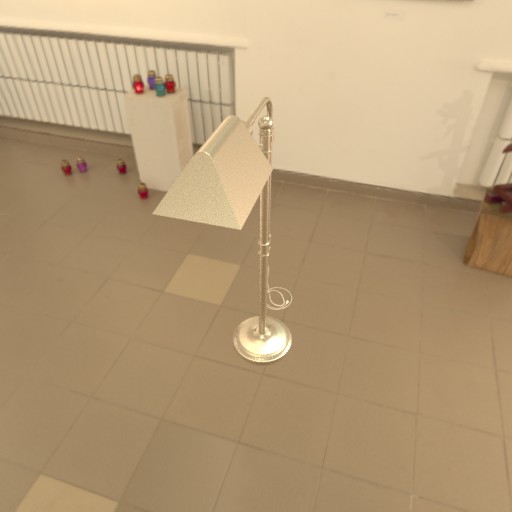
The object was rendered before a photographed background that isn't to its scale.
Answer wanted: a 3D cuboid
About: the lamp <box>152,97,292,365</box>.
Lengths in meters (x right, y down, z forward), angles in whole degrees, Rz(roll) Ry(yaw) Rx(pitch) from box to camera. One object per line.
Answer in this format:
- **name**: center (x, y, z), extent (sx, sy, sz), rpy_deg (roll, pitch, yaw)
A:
- **lamp**: center (0.000, 0.000, 0.936), extent (0.159, 0.708, 0.546), rpy_deg (11, 42, 13)
